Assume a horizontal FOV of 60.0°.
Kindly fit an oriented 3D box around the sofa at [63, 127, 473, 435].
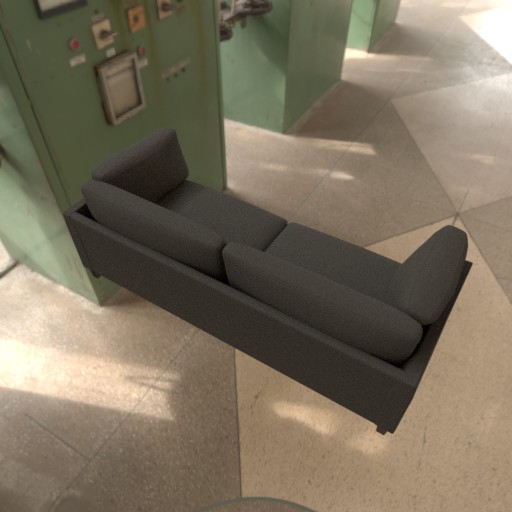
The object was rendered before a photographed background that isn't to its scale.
[{"bbox_3d":[0.000,0.000,2.772,2.312,0.792,0.969,24,50,22],"label":"sofa"}]
